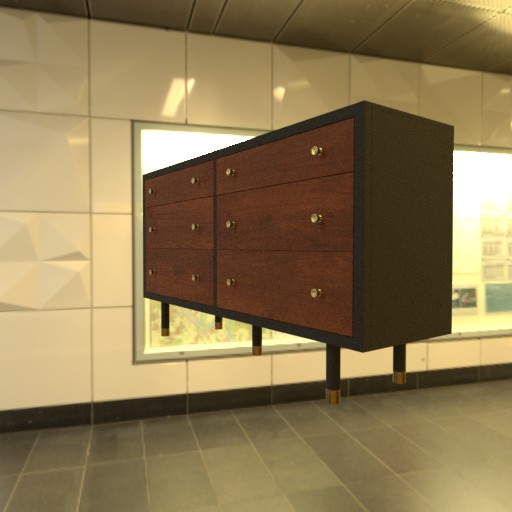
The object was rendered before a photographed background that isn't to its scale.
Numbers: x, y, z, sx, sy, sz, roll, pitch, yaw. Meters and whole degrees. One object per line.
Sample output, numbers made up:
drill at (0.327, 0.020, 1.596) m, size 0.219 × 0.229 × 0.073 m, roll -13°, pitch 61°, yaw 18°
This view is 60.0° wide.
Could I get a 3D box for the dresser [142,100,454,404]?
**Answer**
dresser at (0.000, 0.000, 1.948) m, size 0.463 × 0.872 × 1.558 m, roll -1°, pitch 2°, yaw -36°
